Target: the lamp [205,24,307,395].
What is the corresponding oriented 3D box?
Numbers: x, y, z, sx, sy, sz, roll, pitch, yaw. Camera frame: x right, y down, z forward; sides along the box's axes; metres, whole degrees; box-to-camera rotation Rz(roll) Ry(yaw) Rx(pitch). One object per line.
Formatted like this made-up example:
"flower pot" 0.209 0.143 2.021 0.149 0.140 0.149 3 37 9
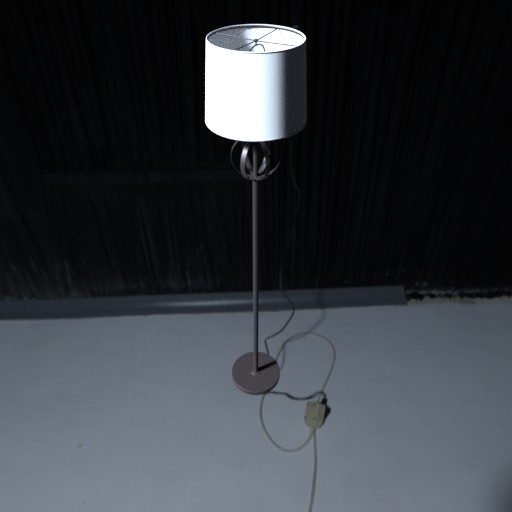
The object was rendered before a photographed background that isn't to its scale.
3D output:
"lamp" 0.000 0.000 1.598 0.286 1.462 0.286 0 41 0
